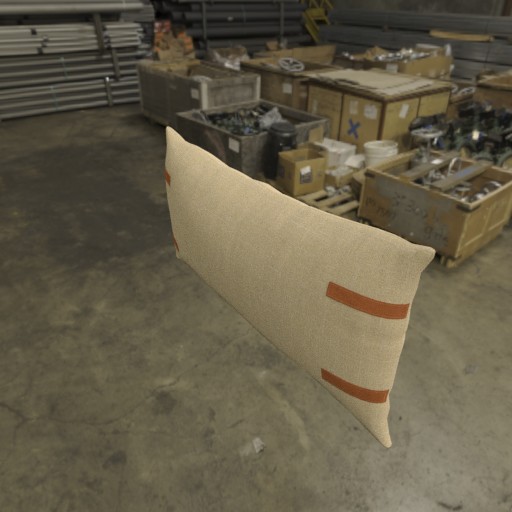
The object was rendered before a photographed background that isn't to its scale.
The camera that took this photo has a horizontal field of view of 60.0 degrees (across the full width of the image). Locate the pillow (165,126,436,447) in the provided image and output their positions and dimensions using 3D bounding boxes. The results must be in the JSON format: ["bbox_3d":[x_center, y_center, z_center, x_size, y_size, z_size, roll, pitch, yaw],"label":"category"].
[{"bbox_3d":[0.000,0.000,0.729,0.148,0.308,0.612,-20,37,-30],"label":"pillow"}]
